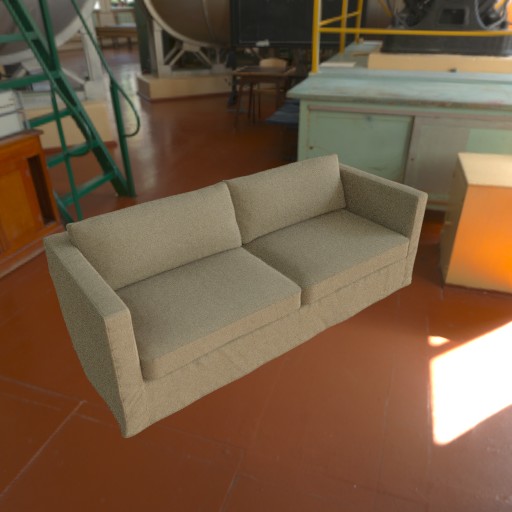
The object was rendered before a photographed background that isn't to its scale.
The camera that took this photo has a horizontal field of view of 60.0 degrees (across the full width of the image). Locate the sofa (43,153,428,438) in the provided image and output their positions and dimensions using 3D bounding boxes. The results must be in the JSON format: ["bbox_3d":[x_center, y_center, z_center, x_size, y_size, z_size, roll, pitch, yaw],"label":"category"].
[{"bbox_3d":[0.000,0.000,2.845,2.296,0.847,0.956,-21,36,-32],"label":"sofa"}]
